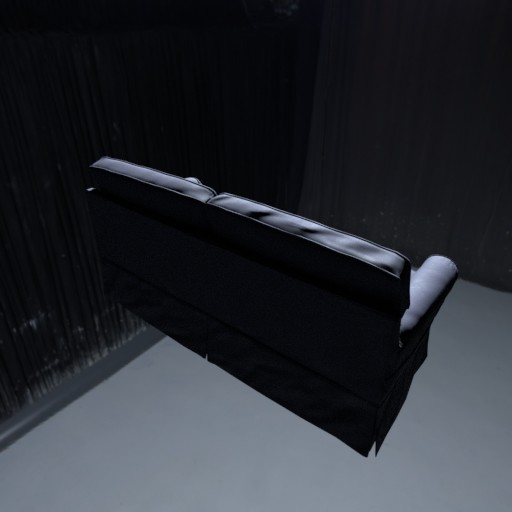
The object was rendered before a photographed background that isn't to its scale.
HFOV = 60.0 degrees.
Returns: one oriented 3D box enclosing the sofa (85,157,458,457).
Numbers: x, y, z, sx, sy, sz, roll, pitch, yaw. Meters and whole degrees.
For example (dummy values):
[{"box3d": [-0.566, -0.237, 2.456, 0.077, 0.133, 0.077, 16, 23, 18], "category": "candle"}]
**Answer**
[{"box3d": [0.000, 0.000, 2.835, 2.256, 1.094, 0.983, 22, 37, 33], "category": "sofa"}]
